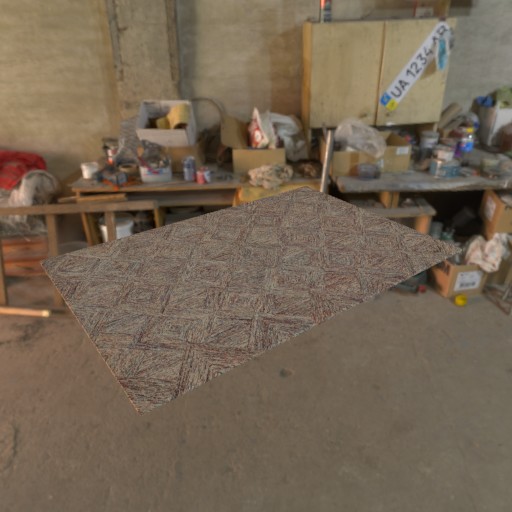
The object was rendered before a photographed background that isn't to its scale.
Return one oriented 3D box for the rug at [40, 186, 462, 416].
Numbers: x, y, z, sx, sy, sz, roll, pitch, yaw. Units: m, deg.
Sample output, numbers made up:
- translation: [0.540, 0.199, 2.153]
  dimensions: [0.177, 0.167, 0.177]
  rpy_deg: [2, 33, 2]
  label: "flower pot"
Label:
- translation: [0.000, 0.000, 2.875]
  dimensions: [2.285, 0.019, 1.523]
  rpy_deg: [-20, 35, -32]
  label: "rug"
